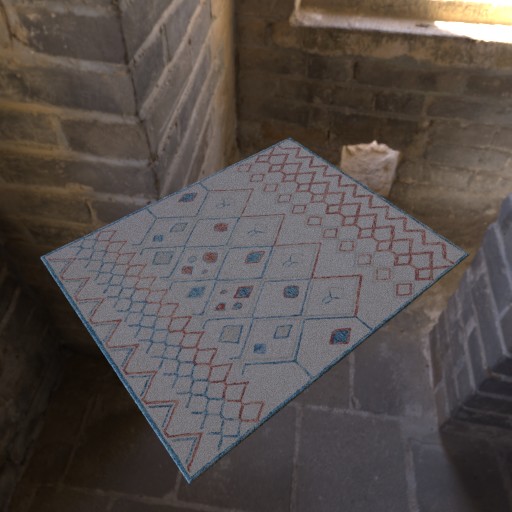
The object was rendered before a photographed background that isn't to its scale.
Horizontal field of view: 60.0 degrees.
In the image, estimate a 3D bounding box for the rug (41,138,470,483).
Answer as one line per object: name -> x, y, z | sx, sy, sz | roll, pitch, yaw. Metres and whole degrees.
rug -> 0.000, 0.000, 4.028 | 3.050, 0.016, 2.441 | -31, 55, -25
